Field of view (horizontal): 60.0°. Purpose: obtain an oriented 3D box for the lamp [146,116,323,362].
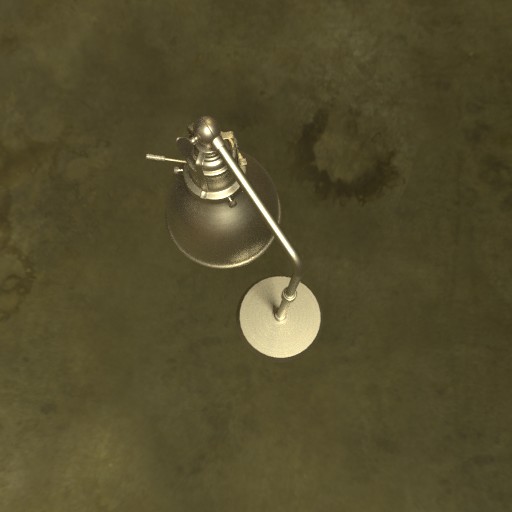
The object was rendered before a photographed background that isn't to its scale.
[{"bbox_3d":[0.000,0.000,0.571,0.153,0.456,0.286,-37,78,-9],"label":"lamp"}]
